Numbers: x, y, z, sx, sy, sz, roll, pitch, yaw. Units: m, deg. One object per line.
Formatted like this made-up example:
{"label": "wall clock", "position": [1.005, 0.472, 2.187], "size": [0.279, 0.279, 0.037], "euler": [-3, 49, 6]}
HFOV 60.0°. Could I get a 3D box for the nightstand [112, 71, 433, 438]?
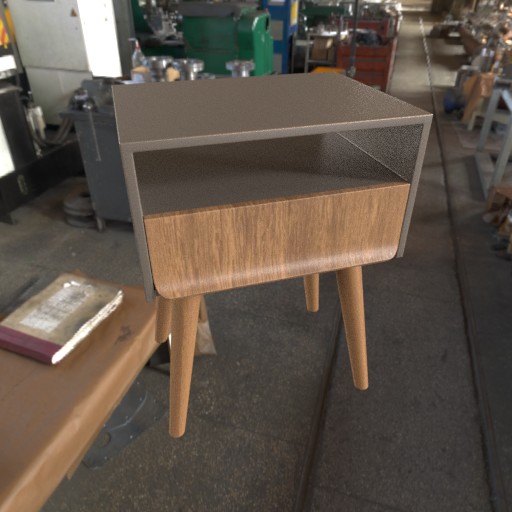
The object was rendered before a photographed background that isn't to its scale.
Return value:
{"label": "nightstand", "position": [0.000, 0.000, 0.738], "size": [0.370, 0.508, 0.288], "euler": [-9, 34, -14]}
